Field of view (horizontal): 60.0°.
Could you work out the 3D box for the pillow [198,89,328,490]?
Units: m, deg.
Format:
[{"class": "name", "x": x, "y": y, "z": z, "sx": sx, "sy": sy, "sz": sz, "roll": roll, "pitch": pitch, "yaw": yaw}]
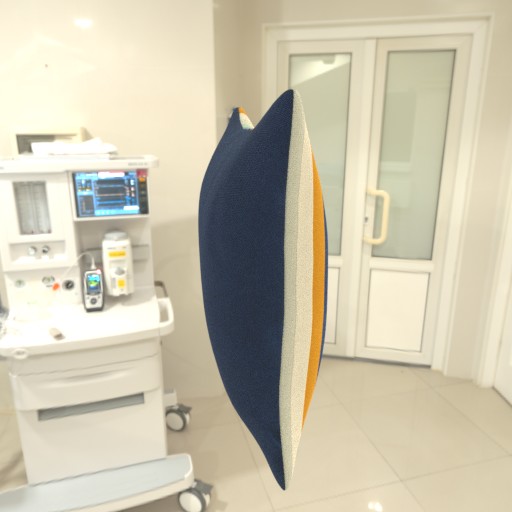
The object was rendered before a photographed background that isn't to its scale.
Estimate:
[{"class": "pillow", "x": 0.000, "y": 0.000, "z": 0.686, "sx": 0.173, "sy": 0.454, "sz": 0.463, "roll": -2, "pitch": 16, "yaw": -8}]
